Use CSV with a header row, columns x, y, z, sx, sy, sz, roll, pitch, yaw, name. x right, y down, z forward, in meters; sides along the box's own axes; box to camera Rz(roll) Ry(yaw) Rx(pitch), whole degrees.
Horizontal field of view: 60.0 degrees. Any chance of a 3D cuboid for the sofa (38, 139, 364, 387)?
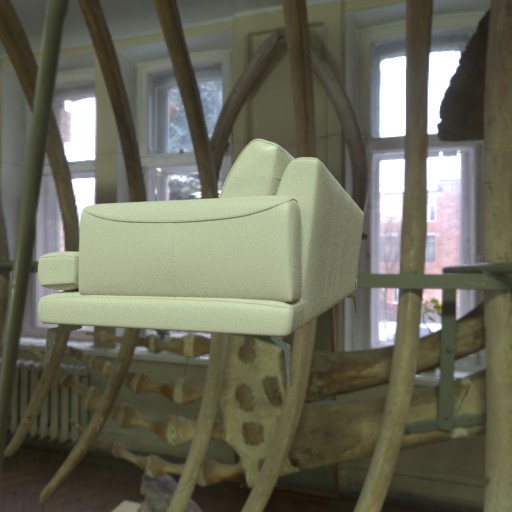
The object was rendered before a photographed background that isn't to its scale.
x,y,z,sx,sy,sz,roll,pitch,yaw,name
0.000,0.000,2.290,0.974,0.765,1.940,0,-1,18,sofa
